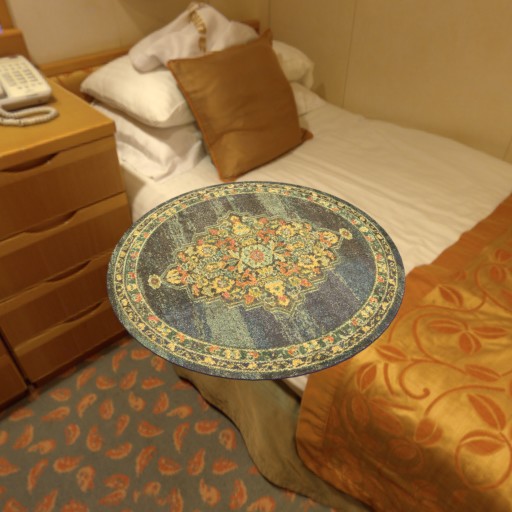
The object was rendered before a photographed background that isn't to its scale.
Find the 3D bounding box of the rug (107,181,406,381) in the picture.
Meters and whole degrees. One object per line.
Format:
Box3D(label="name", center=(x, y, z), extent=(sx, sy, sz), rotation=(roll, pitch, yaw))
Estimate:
Box3D(label="rug", center=(0.000, 0.000, 3.653), extent=(2.386, 0.014, 2.386), rotation=(0, 40, 0))
